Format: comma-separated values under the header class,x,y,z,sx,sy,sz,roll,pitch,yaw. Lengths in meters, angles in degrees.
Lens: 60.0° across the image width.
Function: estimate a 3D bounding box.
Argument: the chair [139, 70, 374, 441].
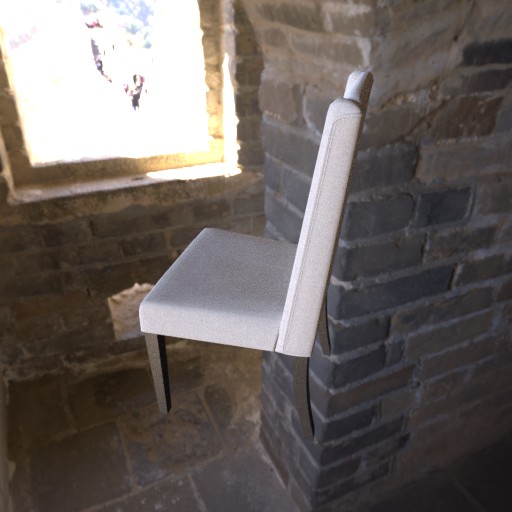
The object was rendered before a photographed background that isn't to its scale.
class,x,y,z,sx,sy,sz,roll,pitch,yaw
chair,0.000,0.000,1.269,0.523,0.961,0.474,8,31,13
